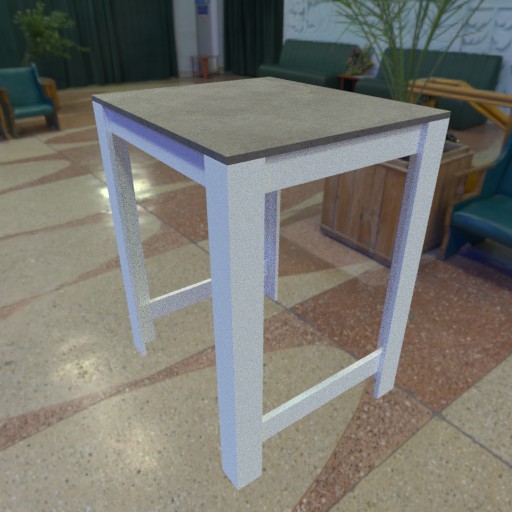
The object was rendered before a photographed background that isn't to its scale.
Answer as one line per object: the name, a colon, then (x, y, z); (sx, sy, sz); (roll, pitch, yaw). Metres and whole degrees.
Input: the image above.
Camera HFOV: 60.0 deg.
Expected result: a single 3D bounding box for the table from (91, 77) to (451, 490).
table: (0.000, 0.000, 1.532); (0.700, 1.020, 0.800); (-19, 35, -30)
